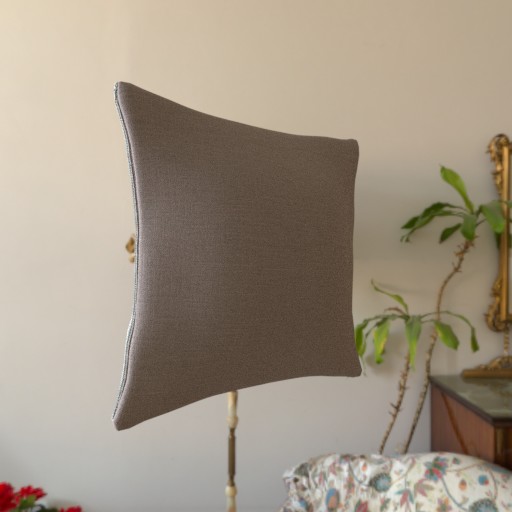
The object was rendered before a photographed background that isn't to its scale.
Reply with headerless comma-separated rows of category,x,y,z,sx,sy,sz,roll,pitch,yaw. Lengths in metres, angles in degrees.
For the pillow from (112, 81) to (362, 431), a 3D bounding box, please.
pillow,0.000,0.000,0.659,0.435,0.416,0.189,1,-1,-37
